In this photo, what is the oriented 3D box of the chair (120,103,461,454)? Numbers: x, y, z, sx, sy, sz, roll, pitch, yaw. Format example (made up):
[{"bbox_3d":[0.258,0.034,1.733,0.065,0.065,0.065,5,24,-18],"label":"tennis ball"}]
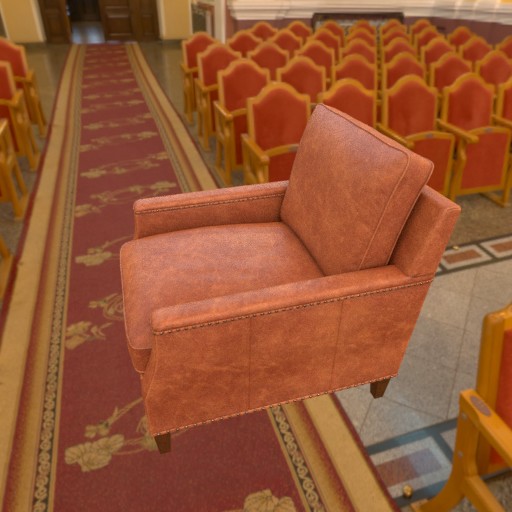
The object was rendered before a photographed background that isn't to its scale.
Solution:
[{"bbox_3d":[0.000,0.000,1.684,1.014,0.943,0.853,-9,33,-14],"label":"chair"}]
